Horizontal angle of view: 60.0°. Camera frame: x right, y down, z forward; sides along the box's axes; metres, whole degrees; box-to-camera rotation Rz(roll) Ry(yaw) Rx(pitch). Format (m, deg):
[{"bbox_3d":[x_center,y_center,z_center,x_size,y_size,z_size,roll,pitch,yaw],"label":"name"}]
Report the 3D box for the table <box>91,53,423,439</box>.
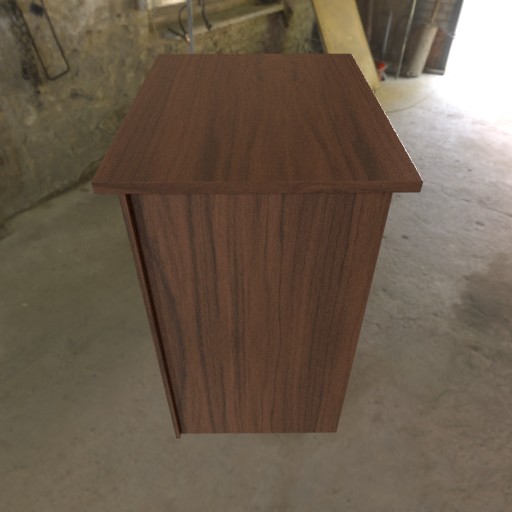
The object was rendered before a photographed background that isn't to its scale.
[{"bbox_3d":[0.000,0.000,0.896,0.381,0.636,0.480,0,41,0],"label":"table"}]
